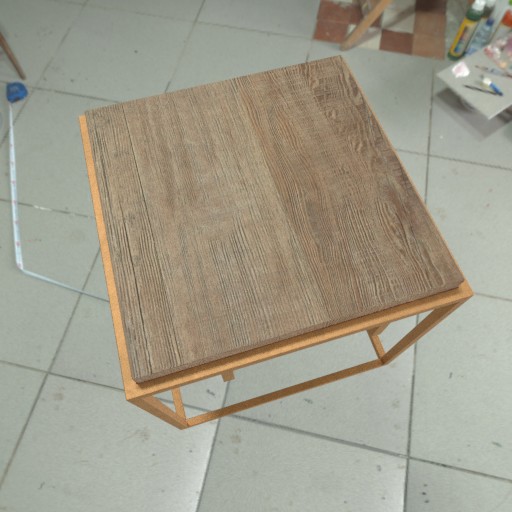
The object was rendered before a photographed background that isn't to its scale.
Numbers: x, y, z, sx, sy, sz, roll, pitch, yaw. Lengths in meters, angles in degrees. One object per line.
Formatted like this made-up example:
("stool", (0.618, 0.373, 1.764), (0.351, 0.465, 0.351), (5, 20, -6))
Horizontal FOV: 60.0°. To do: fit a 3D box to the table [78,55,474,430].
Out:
("table", (0.000, 0.000, 1.079), (0.599, 0.584, 0.599), (-15, 65, -7))
